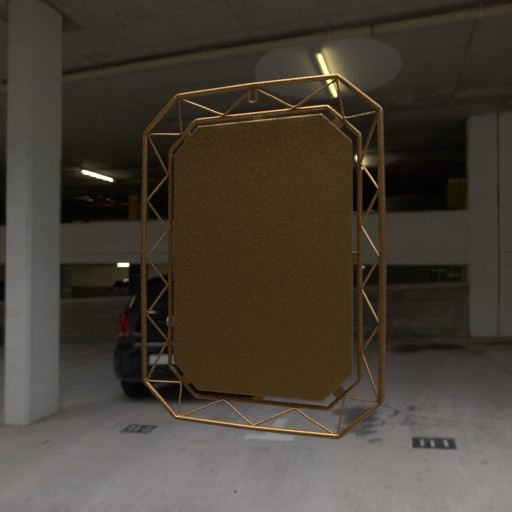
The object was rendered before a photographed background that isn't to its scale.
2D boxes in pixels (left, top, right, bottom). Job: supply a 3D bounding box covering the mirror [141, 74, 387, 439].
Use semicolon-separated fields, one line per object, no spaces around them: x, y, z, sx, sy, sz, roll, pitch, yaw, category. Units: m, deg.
0.000;0.000;0.736;0.417;0.566;0.042;0;-1;18;mirror
